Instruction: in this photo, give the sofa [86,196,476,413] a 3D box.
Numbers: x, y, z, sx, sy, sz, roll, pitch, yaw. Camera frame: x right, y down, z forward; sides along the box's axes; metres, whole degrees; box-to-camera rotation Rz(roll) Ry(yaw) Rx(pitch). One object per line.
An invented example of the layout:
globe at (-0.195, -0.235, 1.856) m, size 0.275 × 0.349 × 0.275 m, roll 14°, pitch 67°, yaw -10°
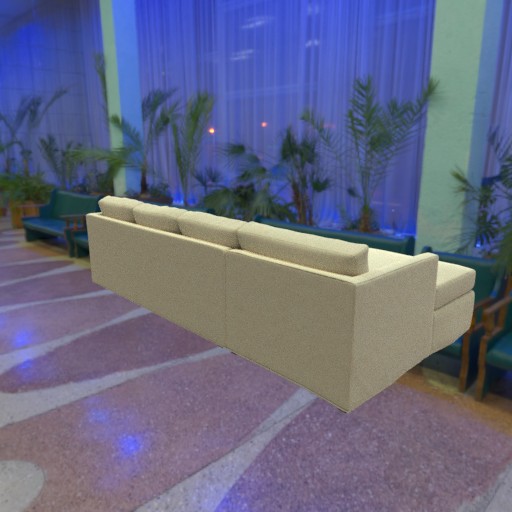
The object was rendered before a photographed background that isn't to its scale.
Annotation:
sofa at (0.000, 0.000, 3.885) m, size 1.650 × 0.922 × 3.205 m, roll -13°, pitch 19°, yaw -42°
